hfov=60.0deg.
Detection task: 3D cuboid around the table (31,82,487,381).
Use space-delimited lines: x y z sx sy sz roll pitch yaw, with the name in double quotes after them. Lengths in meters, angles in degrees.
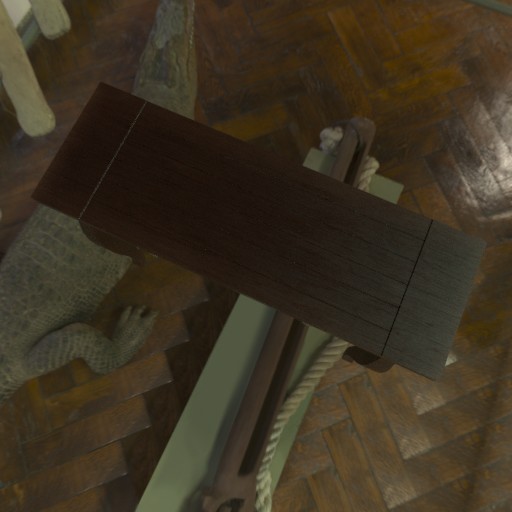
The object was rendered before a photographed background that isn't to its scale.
0.000 0.000 1.454 1.062 0.768 0.373 24 78 6 "table"
